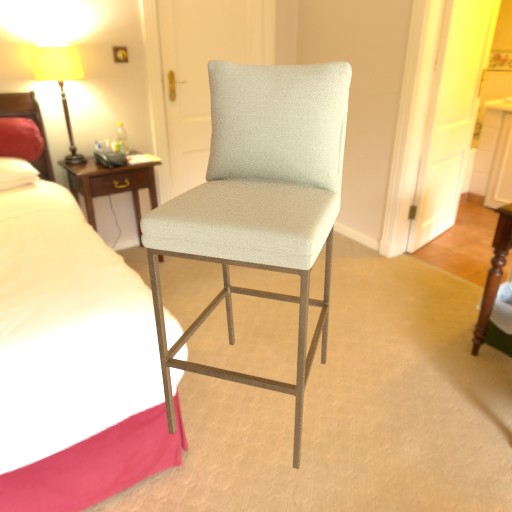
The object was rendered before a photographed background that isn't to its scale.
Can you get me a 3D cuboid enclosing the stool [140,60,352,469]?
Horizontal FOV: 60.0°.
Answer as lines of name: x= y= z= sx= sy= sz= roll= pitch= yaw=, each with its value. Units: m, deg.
stool: x=0.000 y=0.000 z=1.404 sx=0.463 sy=1.125 sz=0.572 roll=8 pitch=27 yaw=16
